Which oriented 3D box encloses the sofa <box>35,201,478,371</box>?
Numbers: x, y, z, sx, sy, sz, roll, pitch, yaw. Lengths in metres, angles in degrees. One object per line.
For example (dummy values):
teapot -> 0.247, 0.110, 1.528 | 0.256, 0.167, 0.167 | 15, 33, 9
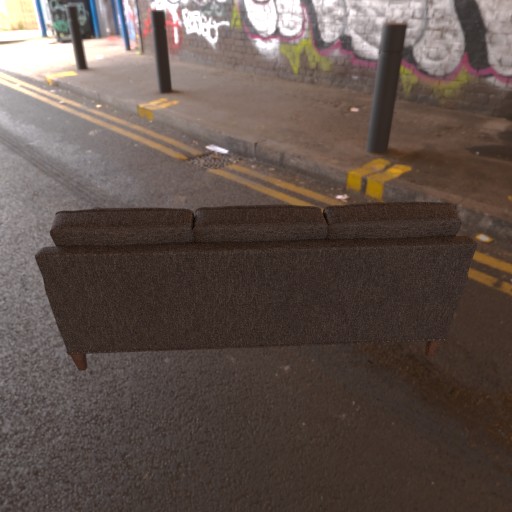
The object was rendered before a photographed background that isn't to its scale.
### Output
sofa -> 0.000, 0.000, 2.777 | 2.246, 1.003, 1.084 | -2, 31, -3
